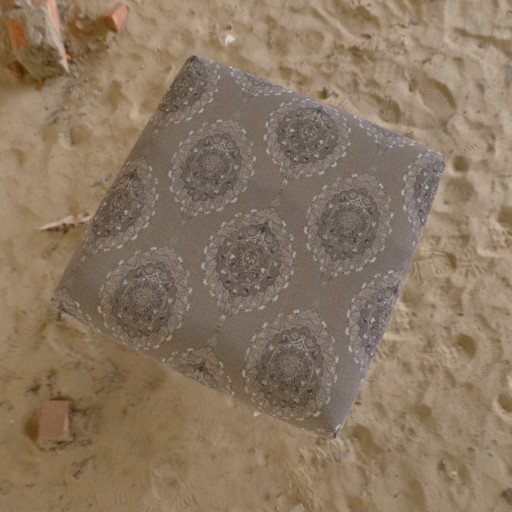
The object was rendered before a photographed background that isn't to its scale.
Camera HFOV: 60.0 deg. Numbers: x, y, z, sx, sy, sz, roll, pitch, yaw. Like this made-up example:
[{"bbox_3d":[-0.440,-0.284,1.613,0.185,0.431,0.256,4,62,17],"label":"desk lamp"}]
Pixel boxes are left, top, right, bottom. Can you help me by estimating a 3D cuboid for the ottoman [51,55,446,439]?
[{"bbox_3d":[0.000,0.000,0.894,0.497,0.473,0.507,25,77,6],"label":"ottoman"}]
